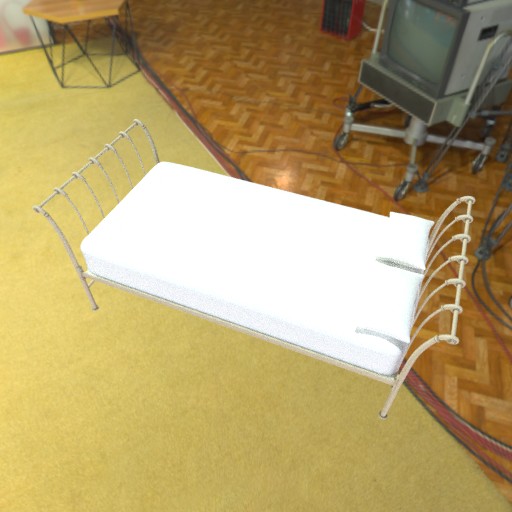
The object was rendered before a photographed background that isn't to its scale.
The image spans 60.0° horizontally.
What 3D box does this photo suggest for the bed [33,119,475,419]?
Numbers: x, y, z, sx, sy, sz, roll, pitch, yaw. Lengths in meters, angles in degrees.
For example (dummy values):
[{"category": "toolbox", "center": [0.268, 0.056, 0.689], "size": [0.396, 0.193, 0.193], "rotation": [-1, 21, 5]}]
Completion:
[{"category": "bed", "center": [0.000, 0.000, 2.741], "size": [2.228, 0.873, 1.032], "rotation": [17, 49, 15]}]
